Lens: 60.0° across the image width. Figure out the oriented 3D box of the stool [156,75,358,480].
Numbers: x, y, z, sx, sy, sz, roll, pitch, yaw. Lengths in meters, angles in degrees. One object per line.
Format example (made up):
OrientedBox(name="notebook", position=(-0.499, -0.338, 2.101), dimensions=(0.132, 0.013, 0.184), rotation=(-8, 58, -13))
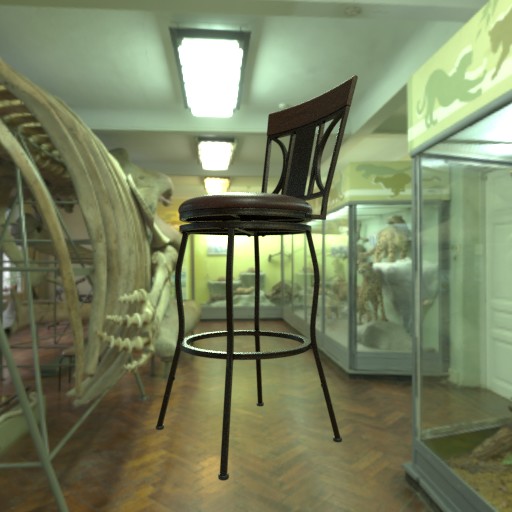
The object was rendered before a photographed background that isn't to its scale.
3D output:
OrientedBox(name="stool", position=(0.000, 0.000, 1.432), dimensions=(0.513, 1.130, 0.448), rotation=(0, -1, -35))
